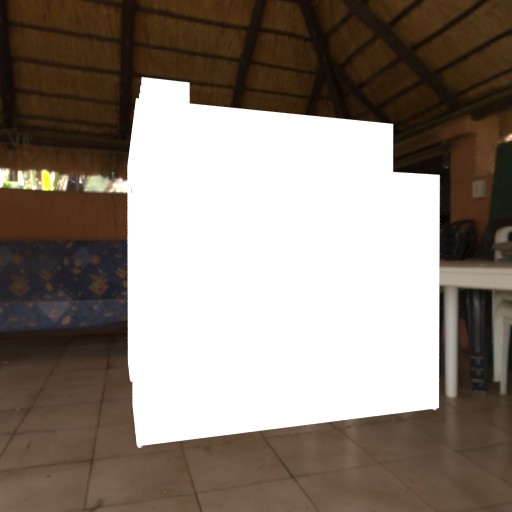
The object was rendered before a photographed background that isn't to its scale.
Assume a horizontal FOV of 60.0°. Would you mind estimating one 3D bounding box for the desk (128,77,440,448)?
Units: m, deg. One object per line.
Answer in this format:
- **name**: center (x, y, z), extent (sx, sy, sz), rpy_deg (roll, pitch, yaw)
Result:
- **desk**: center (0.000, 0.000, 1.732), extent (0.940, 0.986, 0.940), rpy_deg (0, 1, -17)
